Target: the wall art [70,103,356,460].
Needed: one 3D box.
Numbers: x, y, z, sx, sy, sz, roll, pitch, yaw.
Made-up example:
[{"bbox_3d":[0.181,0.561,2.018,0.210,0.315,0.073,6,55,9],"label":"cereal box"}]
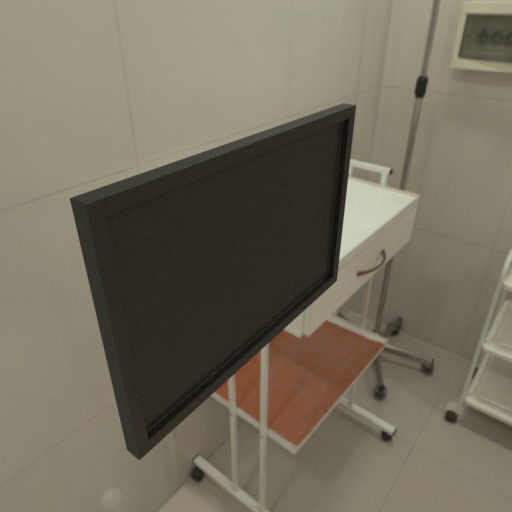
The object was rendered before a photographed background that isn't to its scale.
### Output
[{"bbox_3d":[0.000,0.000,0.562,0.021,0.301,0.443,21,36,32],"label":"wall art"}]
